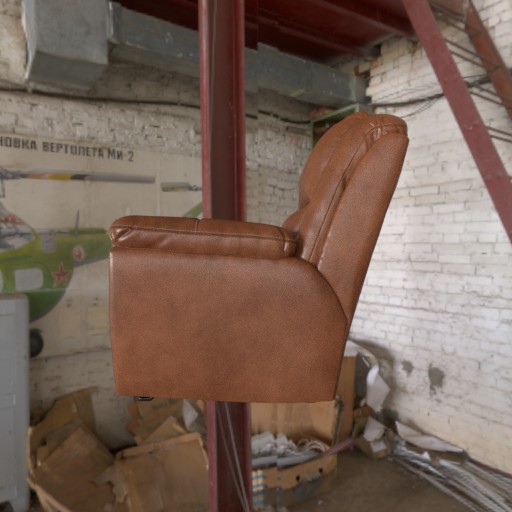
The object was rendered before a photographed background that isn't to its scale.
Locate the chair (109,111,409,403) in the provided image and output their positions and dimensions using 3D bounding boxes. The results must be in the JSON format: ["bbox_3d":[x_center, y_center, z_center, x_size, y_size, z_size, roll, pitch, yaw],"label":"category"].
[{"bbox_3d":[0.000,0.000,1.913,1.041,1.093,0.990,0,2,2],"label":"chair"}]
